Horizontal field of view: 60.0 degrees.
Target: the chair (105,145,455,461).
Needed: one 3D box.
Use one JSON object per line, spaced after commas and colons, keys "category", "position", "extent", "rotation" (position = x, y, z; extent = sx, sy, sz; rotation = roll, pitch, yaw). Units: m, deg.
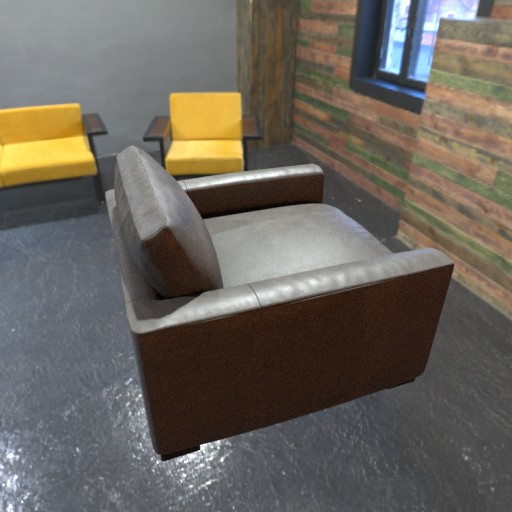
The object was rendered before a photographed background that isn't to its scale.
{"category": "chair", "position": [0.000, 0.000, 1.825], "extent": [1.080, 0.807, 1.106], "rotation": [-11, 32, -17]}
